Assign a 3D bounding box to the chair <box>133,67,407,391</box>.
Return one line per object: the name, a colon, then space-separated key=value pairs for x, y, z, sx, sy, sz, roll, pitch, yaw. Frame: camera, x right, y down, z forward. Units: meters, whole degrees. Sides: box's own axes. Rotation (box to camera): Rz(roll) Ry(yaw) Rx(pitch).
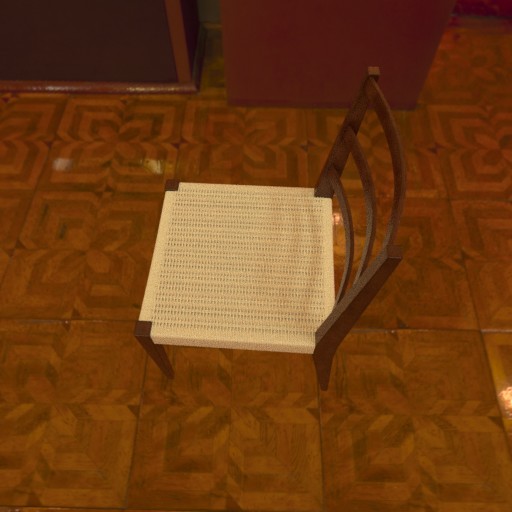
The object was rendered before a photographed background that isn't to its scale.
chair: x=0.000 y=0.000 z=1.163 sx=0.551 sy=0.813 sz=0.480 roll=3 pitch=59 yaw=2
